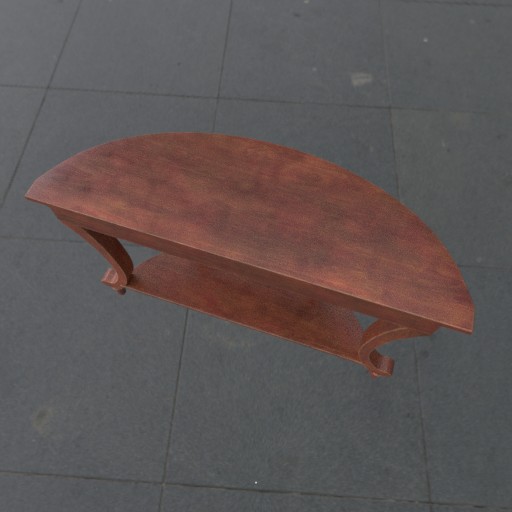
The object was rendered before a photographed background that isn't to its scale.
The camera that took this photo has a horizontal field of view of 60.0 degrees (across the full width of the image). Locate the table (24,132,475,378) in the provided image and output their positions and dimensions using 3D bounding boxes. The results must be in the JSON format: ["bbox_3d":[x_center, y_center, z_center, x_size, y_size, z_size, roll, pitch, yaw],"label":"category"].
[{"bbox_3d":[0.000,0.000,1.512,1.198,0.699,0.394,17,64,8],"label":"table"}]
